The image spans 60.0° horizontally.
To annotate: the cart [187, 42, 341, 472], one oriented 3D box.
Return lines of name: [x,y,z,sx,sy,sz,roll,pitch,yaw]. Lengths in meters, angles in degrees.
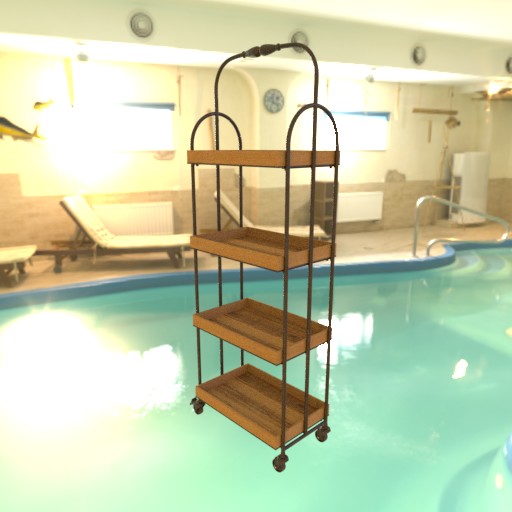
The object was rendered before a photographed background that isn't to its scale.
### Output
cart: [0.000,0.000,1.699,0.308,1.481,0.581,-13,19,-42]
